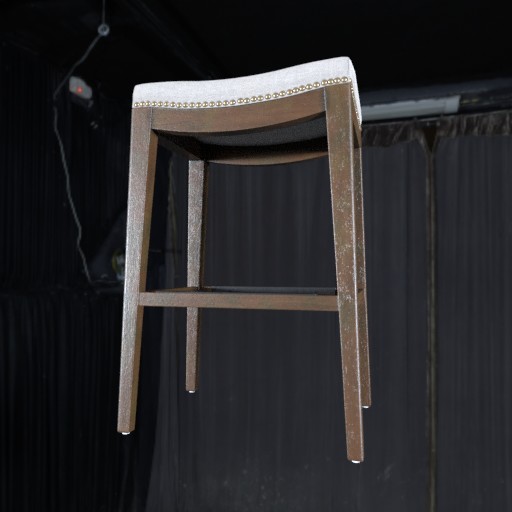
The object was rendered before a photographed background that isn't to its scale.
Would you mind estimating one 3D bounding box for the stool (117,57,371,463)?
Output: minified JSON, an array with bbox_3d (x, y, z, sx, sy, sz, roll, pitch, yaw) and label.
[{"bbox_3d":[0.000,0.000,1.047,0.508,0.762,0.356,0,-2,17],"label":"stool"}]
